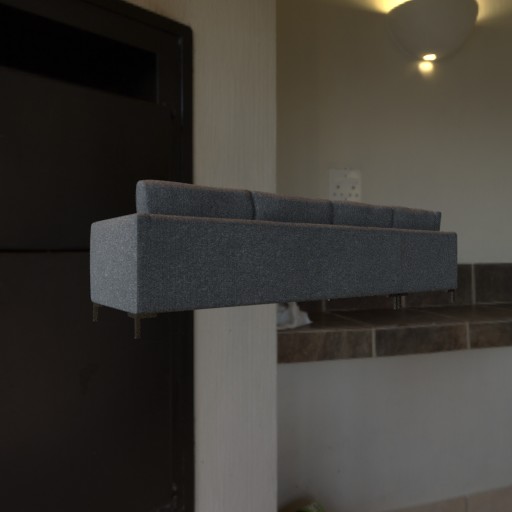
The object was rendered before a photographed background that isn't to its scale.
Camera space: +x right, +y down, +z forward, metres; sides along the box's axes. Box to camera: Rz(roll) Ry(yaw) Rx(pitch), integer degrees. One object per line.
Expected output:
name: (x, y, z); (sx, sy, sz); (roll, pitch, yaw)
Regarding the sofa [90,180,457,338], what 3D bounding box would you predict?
sofa: (0.000, 0.000, 3.811); (2.949, 0.815, 2.007); (0, 0, -36)
